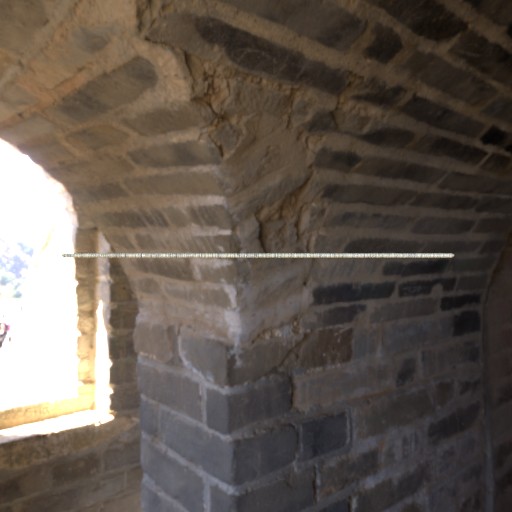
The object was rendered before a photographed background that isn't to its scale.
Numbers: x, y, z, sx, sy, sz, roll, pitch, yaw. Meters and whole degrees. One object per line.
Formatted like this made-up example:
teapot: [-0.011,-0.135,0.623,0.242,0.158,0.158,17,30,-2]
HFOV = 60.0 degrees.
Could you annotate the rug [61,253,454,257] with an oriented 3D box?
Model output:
rug: [0.000,0.000,2.824,1.523,0.017,2.263,0,0,0]
